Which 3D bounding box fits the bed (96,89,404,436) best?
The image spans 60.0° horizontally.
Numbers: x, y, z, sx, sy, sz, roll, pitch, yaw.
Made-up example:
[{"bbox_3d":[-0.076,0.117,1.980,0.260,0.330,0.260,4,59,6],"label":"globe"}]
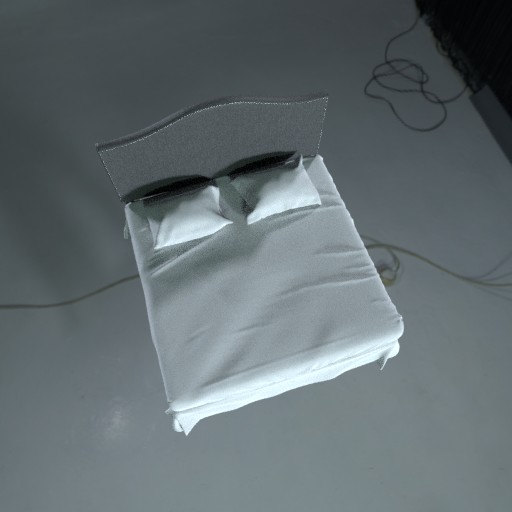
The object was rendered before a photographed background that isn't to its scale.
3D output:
[{"bbox_3d":[0.000,0.000,3.776,2.314,1.651,2.219,-16,64,-8],"label":"bed"}]
